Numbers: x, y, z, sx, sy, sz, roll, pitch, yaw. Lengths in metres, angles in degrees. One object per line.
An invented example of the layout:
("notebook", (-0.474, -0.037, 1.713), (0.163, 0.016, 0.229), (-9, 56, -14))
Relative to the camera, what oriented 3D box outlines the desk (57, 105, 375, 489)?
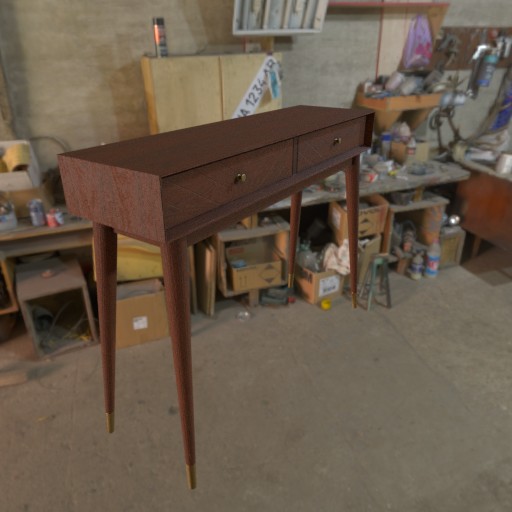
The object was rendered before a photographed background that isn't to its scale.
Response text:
("desk", (0.000, 0.000, 1.621), (0.384, 0.917, 1.204), (16, 30, 31))
